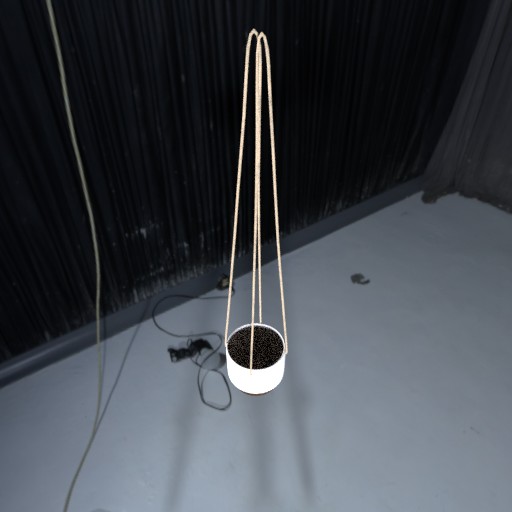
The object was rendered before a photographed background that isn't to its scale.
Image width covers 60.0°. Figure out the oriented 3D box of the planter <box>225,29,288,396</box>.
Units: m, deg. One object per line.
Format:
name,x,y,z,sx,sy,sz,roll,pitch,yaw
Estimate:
planter,0.000,0.000,0.898,0.146,0.841,0.146,-25,47,-27
